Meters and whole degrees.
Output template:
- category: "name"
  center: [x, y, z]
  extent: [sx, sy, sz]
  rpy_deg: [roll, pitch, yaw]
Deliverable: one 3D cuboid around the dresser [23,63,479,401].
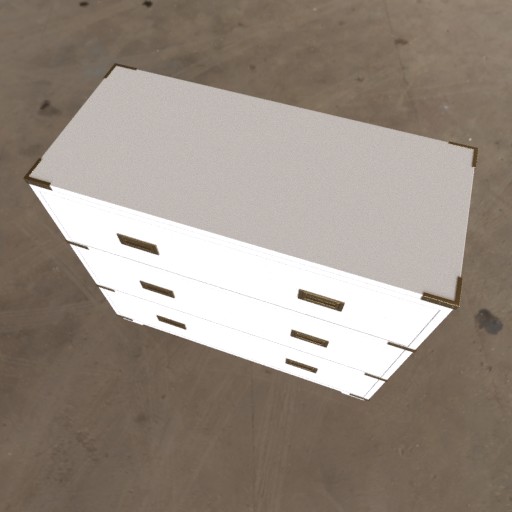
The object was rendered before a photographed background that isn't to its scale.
- category: "dresser"
  center: [0.000, 0.000, 1.468]
  extent: [1.022, 0.891, 0.460]
  rpy_deg: [17, 61, 10]
